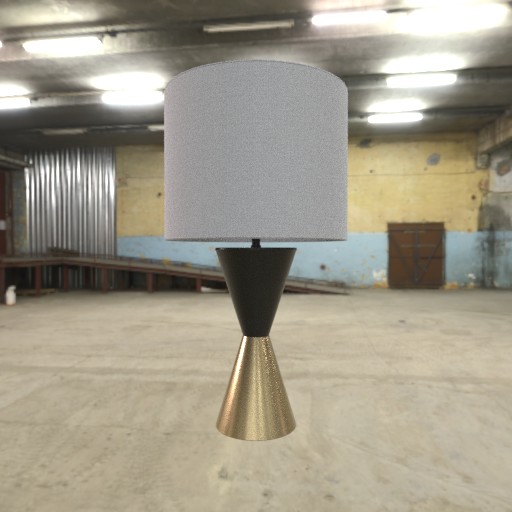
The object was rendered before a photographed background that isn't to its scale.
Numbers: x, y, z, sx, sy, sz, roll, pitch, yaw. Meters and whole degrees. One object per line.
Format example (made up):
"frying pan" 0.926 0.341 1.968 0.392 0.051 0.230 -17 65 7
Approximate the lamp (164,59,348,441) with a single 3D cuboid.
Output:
"lamp" 0.000 0.000 0.753 0.304 0.573 0.304 1 1 36
